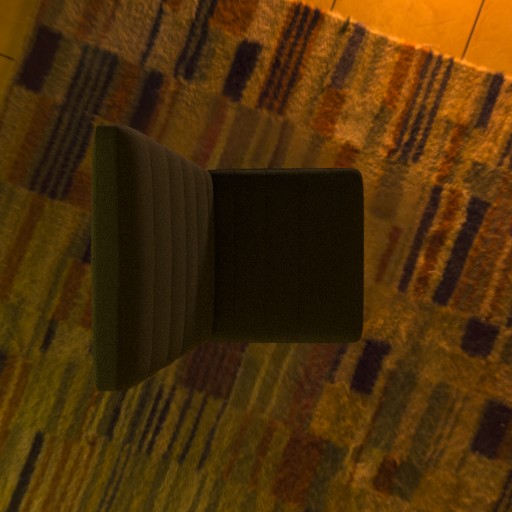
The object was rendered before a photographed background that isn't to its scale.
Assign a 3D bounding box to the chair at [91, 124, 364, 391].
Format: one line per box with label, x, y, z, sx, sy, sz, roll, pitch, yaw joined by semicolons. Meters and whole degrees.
chair;0.000;0.000;1.282;0.634;0.930;0.520;0;91;0
